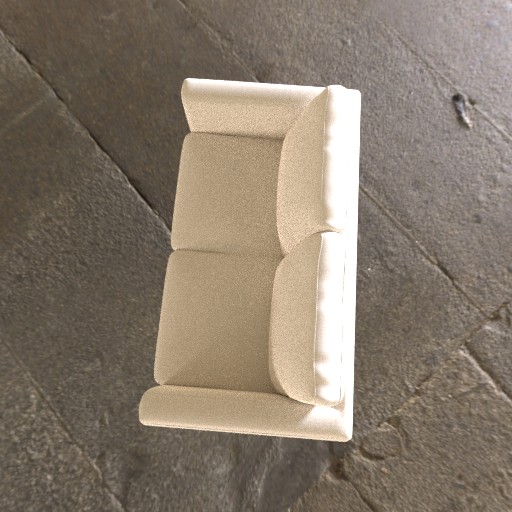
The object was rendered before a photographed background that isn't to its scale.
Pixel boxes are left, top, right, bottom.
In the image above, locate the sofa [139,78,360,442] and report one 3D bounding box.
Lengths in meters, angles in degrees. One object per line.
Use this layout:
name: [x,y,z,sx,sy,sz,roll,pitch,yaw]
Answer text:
sofa: [0.000,0.000,1.975,0.796,0.908,1.430,4,76,1]
